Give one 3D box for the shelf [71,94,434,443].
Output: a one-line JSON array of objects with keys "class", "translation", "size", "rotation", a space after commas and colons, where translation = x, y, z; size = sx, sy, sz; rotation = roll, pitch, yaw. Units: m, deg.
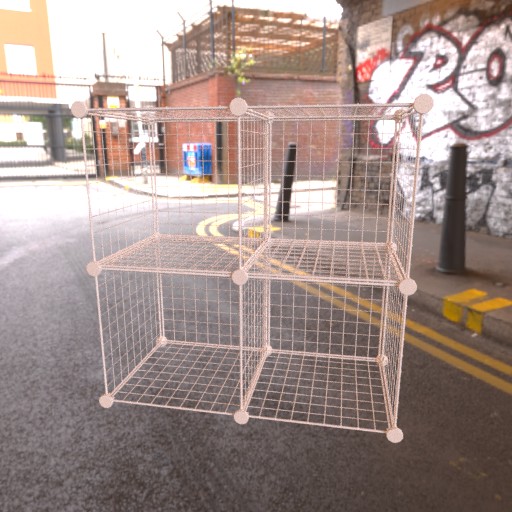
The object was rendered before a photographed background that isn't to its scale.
[{"class": "shelf", "translation": [0.000, 0.000, 1.103], "size": [0.711, 0.711, 0.356], "rotation": [3, 14, 11]}]
